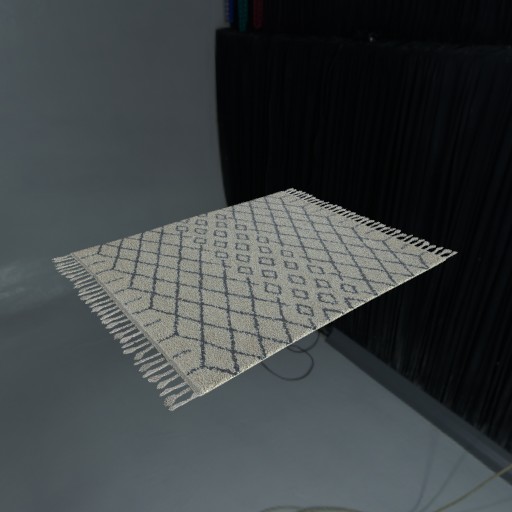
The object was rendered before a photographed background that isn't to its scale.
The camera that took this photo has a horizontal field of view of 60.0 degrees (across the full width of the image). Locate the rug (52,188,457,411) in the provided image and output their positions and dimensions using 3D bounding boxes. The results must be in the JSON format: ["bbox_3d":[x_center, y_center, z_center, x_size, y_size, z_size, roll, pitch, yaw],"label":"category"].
[{"bbox_3d":[0.000,0.000,4.332,3.213,0.030,2.388,-21,35,-33],"label":"rug"}]
